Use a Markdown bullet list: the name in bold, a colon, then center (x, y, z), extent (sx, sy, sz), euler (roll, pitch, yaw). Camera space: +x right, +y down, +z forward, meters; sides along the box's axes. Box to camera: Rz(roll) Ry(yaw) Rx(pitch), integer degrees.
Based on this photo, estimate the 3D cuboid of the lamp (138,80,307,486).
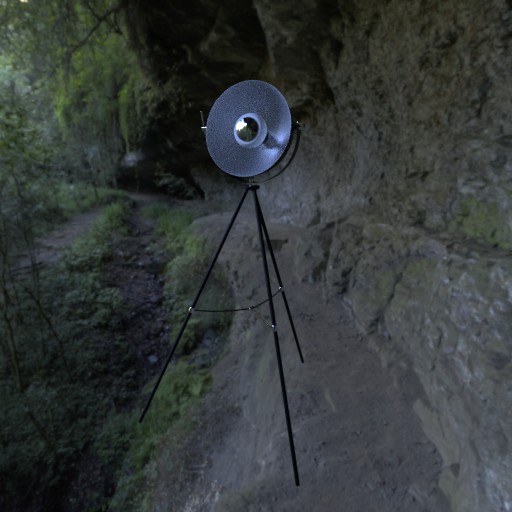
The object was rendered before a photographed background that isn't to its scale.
- **lamp**: center (0.000, 0.000, 2.064), extent (0.817, 1.512, 0.920), euler (7, 17, 25)
